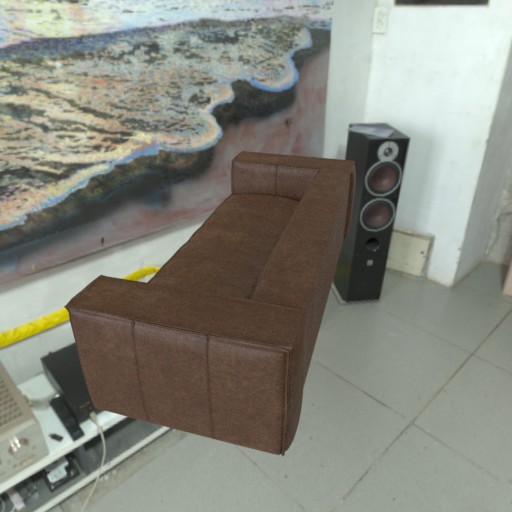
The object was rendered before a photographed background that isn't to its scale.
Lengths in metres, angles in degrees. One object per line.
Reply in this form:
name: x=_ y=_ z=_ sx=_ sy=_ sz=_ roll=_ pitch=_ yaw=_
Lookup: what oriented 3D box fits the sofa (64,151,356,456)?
sofa: x=0.000 y=0.000 z=3.059 sx=1.102 sy=0.701 sz=2.581 roll=8 pitch=30 yaw=14
